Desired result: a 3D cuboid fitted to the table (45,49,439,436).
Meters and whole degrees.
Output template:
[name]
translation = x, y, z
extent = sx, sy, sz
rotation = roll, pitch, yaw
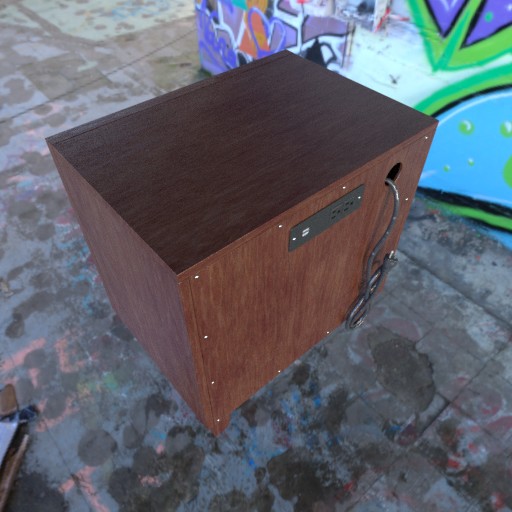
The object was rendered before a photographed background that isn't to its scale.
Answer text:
[table]
translation = 0.000, 0.000, 0.980
extent = 0.557, 0.609, 0.449
rotation = -32, 55, -26
